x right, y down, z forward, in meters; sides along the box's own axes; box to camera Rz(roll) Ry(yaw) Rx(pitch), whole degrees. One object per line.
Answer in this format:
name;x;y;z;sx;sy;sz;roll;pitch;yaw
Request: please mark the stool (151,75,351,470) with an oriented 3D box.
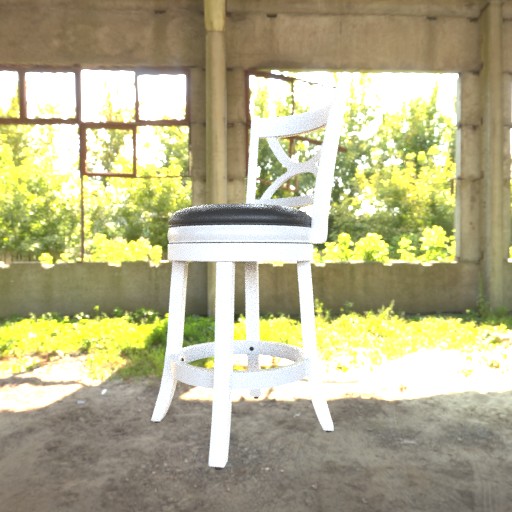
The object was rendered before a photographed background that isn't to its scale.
stool;0.000;0.000;1.266;0.508;0.953;0.444;0;1;-36
